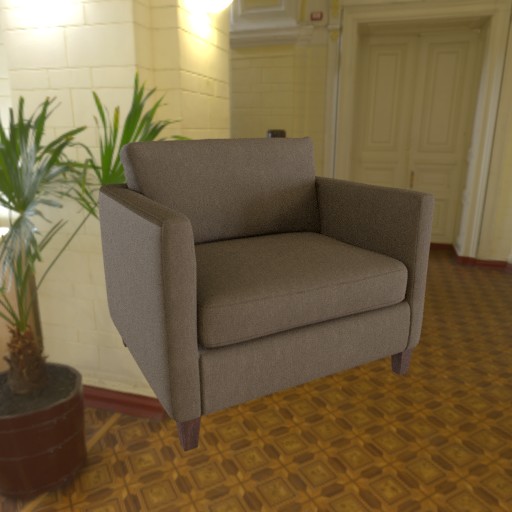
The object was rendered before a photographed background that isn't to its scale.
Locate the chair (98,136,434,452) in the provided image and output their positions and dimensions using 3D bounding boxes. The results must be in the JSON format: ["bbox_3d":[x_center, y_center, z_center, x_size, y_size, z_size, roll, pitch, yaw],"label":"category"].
[{"bbox_3d":[0.000,0.000,1.876,1.107,0.963,0.959,-9,18,-28],"label":"chair"}]
